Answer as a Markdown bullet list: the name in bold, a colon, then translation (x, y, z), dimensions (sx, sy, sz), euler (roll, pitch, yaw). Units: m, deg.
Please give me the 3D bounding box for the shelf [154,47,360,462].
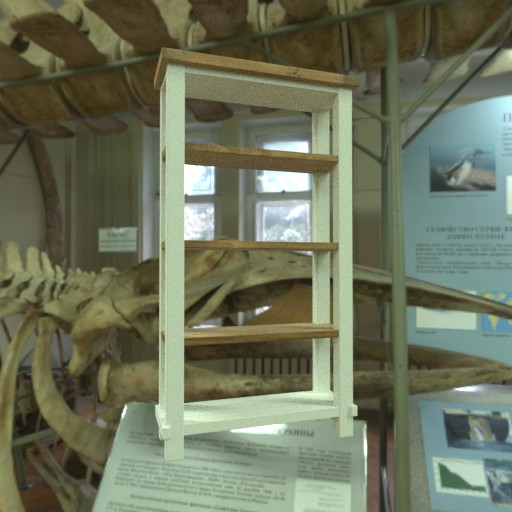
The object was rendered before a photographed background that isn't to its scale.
- **shelf**: translation (0.000, 0.000, 2.328), dimensions (1.022, 1.878, 0.381), euler (0, -1, -18)
